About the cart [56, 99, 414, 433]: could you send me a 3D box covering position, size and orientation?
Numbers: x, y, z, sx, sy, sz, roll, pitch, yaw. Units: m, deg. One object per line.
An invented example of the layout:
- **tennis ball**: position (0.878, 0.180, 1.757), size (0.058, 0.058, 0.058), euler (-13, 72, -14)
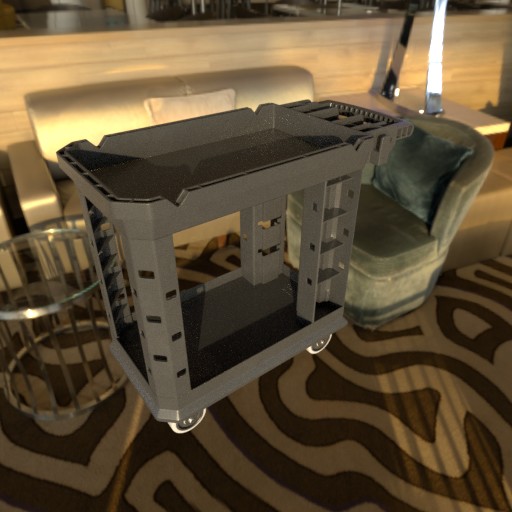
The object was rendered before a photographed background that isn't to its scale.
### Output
- **cart**: position (0.000, 0.000, 1.568), size (1.061, 0.884, 0.497), euler (-22, 39, -30)
